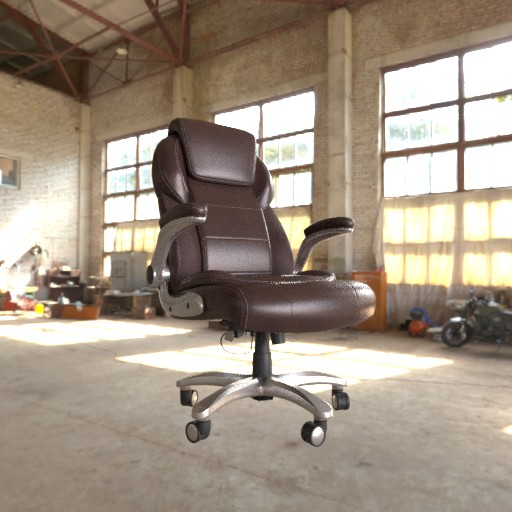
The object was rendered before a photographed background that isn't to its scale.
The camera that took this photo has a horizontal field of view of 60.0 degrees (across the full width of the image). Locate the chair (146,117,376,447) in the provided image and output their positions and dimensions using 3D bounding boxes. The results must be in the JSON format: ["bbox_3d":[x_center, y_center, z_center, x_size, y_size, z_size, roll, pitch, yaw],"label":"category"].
[{"bbox_3d":[0.000,0.000,1.661,0.733,1.160,0.774,1,-2,-36],"label":"chair"}]
